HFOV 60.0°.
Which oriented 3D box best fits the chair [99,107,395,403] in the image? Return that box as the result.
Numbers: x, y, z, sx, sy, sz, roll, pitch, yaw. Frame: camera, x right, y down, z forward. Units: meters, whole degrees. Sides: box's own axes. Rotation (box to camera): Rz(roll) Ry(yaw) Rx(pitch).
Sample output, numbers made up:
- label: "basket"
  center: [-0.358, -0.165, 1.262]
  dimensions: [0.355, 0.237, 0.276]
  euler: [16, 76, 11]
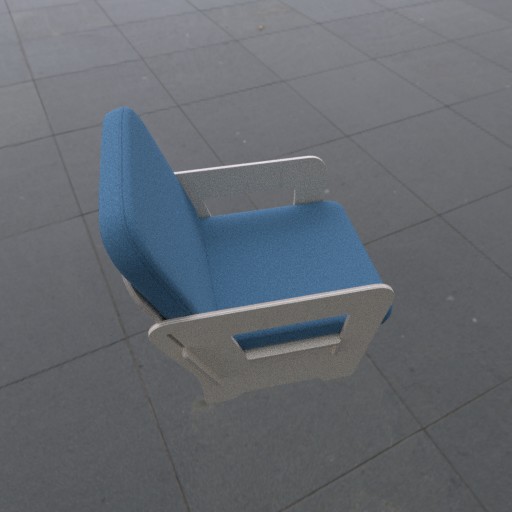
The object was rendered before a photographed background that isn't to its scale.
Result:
- label: "chair"
  center: [0.000, 0.000, 1.214]
  dimensions: [0.657, 0.747, 0.547]
  euler: [-9, 48, -8]
